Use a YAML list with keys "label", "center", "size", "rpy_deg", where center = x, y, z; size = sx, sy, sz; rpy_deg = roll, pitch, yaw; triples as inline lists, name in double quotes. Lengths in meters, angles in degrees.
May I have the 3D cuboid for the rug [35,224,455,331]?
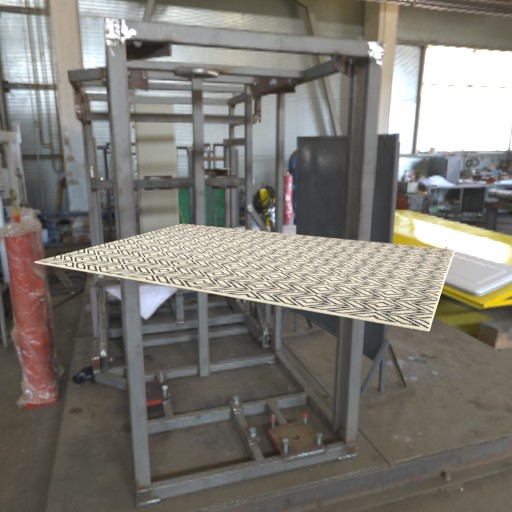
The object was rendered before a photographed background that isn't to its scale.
- label: "rug"
  center: [0.000, 0.000, 2.304]
  size: [1.828, 0.007, 1.220]
  rpy_deg: [7, 16, 26]
